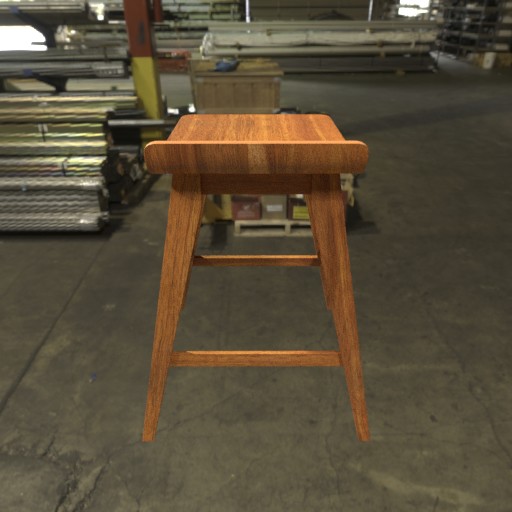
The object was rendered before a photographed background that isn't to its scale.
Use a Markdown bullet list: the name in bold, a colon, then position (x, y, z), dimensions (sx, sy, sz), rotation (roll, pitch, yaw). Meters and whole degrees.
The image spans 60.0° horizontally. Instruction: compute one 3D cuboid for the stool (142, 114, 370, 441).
- **stool**: position (0.000, 0.000, 1.027), dimensions (0.500, 0.650, 0.500), rotation (0, 30, 0)
